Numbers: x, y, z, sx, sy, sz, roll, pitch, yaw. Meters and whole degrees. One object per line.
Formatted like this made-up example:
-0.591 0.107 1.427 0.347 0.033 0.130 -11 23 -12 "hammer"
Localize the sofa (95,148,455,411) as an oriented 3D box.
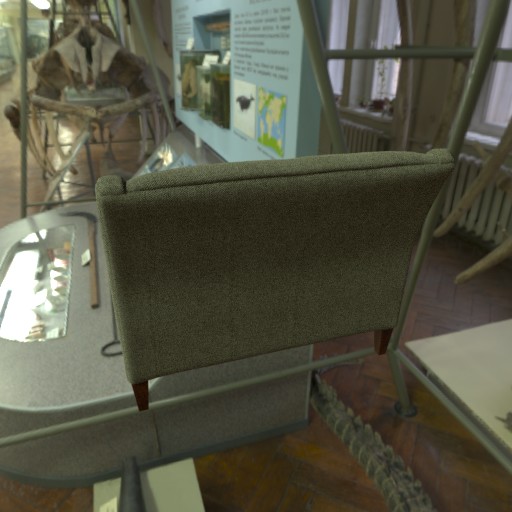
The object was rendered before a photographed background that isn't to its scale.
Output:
0.000 0.000 1.964 1.242 1.021 0.870 -8 27 -17 "sofa"
